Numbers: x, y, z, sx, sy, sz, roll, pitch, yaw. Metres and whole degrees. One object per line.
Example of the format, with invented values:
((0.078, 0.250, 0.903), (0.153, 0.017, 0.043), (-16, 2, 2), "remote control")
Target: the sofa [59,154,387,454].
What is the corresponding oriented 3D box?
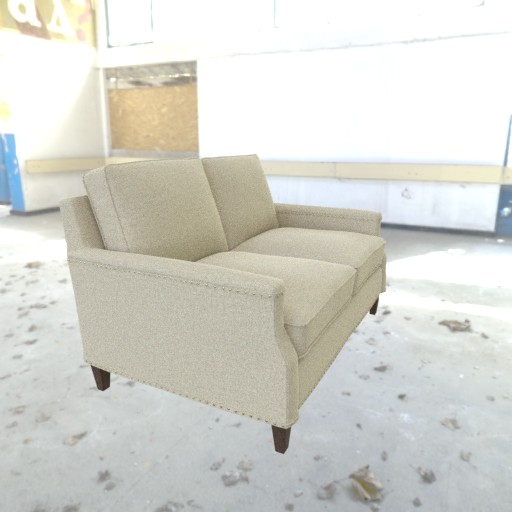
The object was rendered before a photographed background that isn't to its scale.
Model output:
((0.000, 0.000, 2.316), (1.084, 1.003, 1.597), (8, 17, 26), "sofa")
